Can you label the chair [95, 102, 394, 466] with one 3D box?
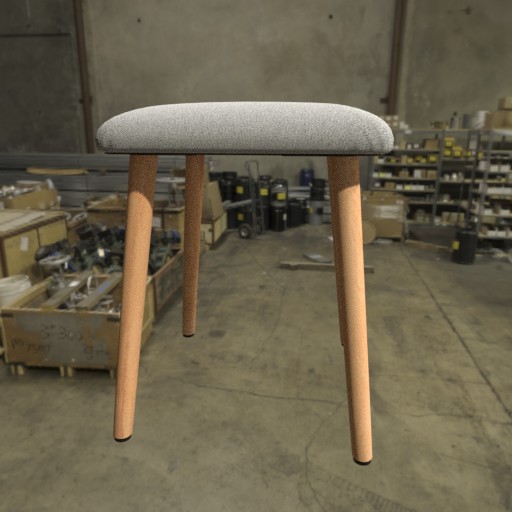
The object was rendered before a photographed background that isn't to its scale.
[{"bbox_3d":[0.000,0.000,0.679,0.350,0.440,0.350,2,16,8],"label":"chair"}]
